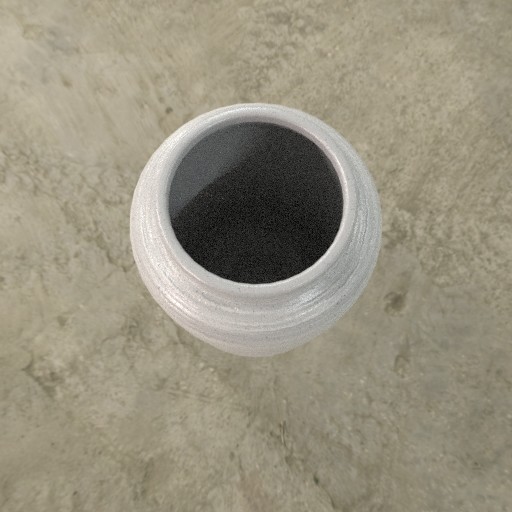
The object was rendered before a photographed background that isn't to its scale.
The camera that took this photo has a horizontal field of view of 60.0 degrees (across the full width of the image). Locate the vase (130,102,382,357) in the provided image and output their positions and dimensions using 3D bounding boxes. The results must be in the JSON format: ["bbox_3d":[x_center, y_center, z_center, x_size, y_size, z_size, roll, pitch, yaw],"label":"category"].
[{"bbox_3d":[0.000,0.000,0.459,0.202,0.335,0.202,0,76,0],"label":"vase"}]
